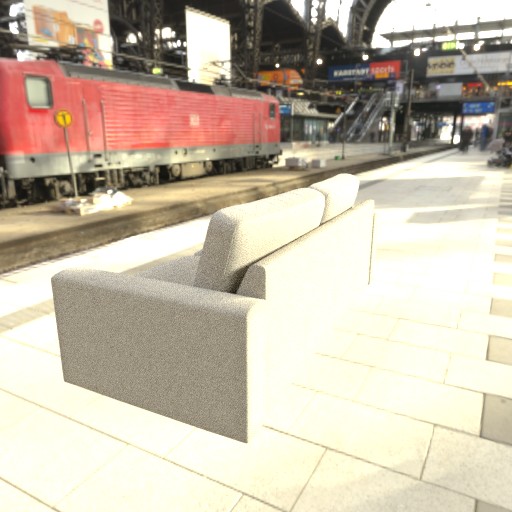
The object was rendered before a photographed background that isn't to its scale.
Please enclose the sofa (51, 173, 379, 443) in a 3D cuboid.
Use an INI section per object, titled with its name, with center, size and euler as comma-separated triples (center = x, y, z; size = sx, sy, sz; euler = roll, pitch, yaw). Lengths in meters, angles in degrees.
[sofa]
center = 0.000, 0.000, 2.696
size = 1.016, 0.873, 2.179
euler = 8, 18, 25
